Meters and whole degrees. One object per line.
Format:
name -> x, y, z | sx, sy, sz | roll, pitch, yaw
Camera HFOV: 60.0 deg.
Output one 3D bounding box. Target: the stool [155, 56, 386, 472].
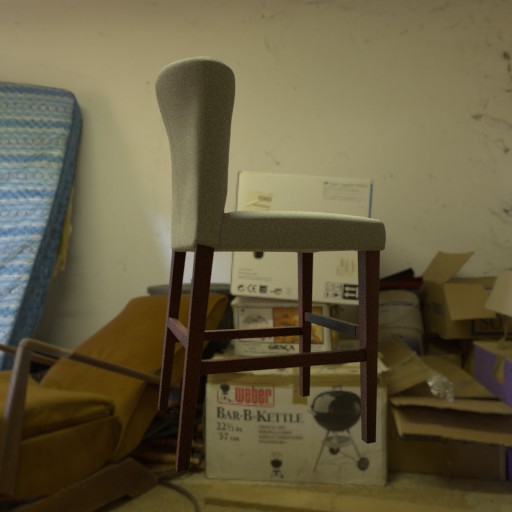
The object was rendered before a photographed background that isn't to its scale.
stool -> 0.000, 0.000, 1.277 | 0.568, 0.968, 0.479 | 0, 0, -18
